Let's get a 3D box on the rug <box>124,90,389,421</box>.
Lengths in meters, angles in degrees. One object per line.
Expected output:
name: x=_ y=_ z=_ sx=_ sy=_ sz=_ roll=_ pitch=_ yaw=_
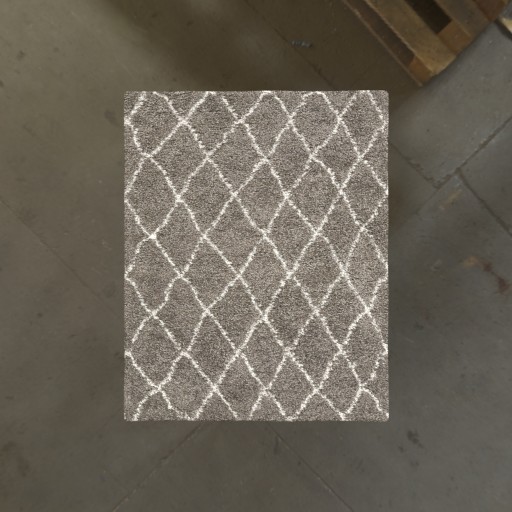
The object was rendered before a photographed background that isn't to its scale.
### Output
rug: x=0.000 y=0.000 z=4.092 sx=2.438 sy=0.029 sz=3.047 roll=0 pitch=90 yaw=0
